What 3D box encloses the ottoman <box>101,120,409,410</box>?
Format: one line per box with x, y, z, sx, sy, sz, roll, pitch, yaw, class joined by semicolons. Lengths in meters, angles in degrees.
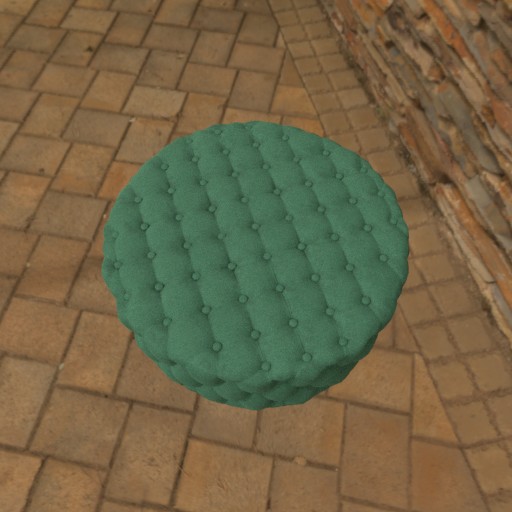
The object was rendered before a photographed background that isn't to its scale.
0.000;0.000;1.561;0.998;0.399;0.998;0;59;0;ottoman
